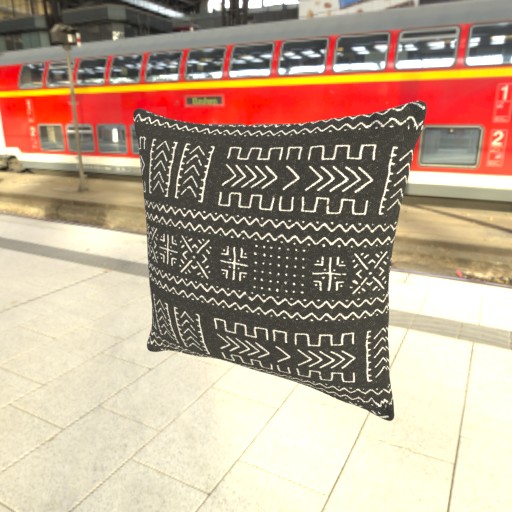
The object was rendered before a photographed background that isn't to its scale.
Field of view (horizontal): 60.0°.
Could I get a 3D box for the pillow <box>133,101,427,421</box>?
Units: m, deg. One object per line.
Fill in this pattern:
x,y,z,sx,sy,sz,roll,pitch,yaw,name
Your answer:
0.000,0.000,0.660,0.438,0.430,0.164,8,19,25,pillow
